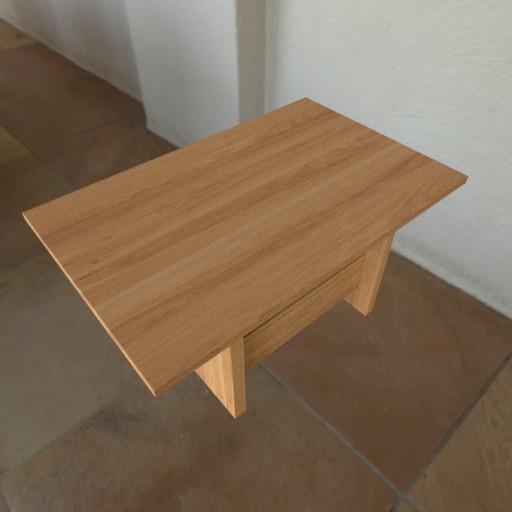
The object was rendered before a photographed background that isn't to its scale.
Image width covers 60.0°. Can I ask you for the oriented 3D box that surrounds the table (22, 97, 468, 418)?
[{"bbox_3d":[0.000,0.000,1.464,1.100,0.510,0.700,-31,52,-27],"label":"table"}]
